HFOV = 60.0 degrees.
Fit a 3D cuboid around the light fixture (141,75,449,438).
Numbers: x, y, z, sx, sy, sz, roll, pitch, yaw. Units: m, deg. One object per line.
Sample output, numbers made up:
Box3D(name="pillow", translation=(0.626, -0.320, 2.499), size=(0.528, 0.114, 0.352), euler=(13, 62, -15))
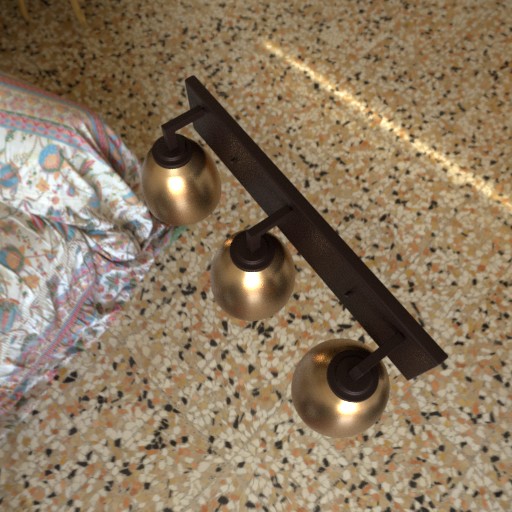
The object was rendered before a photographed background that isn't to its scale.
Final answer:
Box3D(name="light fixture", translation=(0.000, 0.000, 0.673), size=(0.157, 0.204, 0.582), euler=(-34, 70, -14))
